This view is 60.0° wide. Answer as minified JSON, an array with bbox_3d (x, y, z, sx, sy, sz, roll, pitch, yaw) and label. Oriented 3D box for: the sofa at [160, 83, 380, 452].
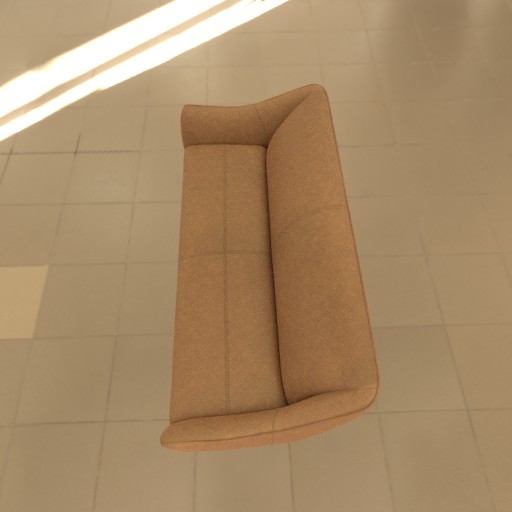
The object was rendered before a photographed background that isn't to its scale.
[{"bbox_3d":[0.000,0.000,2.371,0.869,0.830,1.928,-2,59,-1],"label":"sofa"}]
